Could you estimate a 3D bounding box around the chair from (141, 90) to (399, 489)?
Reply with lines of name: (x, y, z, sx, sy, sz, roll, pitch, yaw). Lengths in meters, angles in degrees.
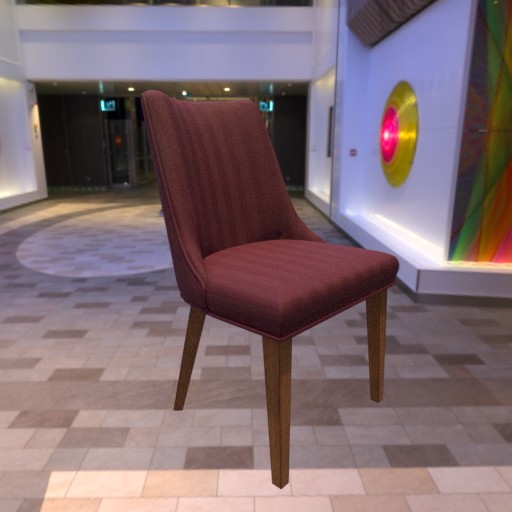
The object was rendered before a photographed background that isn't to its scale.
chair: (0.000, 0.000, 1.295, 0.638, 0.916, 0.548, 13, 19, 41)
